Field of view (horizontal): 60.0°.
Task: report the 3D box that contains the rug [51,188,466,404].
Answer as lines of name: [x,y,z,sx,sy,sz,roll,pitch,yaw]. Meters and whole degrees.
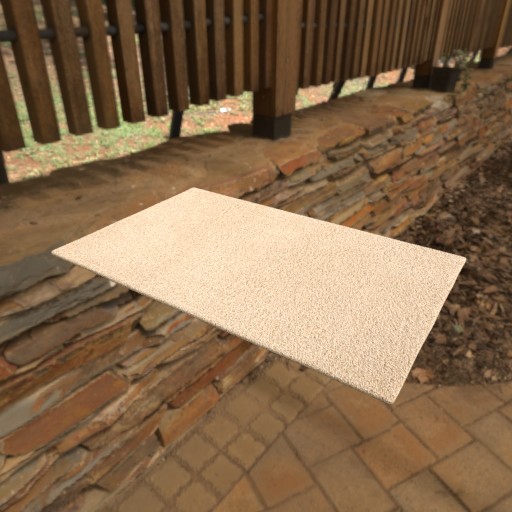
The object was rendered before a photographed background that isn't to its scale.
rug: [0.000,0.000,3.057,2.438,0.030,1.524,18,34,29]
